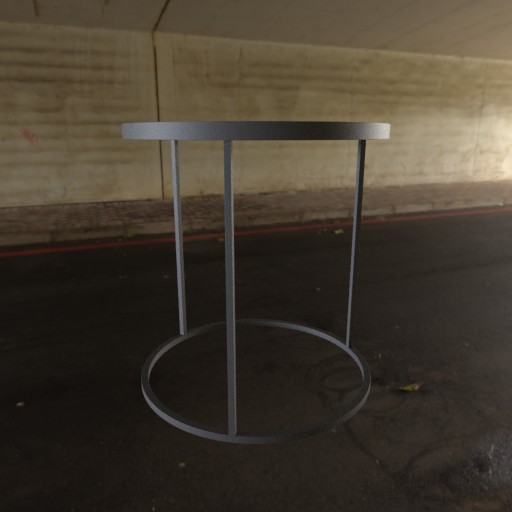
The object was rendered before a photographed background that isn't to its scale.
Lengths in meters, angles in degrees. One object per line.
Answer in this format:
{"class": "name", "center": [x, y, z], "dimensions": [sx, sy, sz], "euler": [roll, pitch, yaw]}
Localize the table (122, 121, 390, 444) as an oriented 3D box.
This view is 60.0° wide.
{"class": "table", "center": [0.000, 0.000, 0.873], "dimensions": [0.470, 0.498, 0.470], "euler": [0, 15, 0]}
